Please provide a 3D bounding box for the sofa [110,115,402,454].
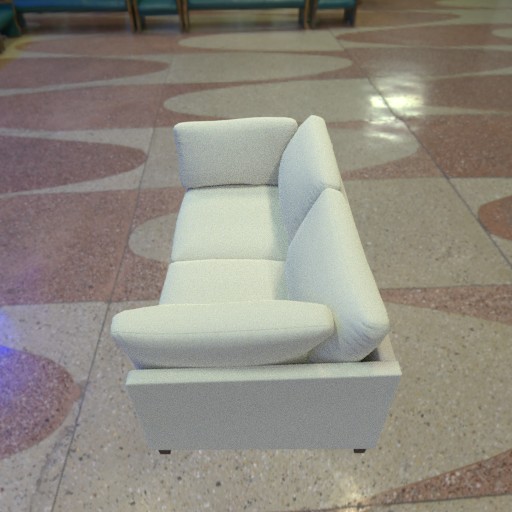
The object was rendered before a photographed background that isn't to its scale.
[{"bbox_3d":[0.000,0.000,2.261,0.970,0.836,1.776,0,40,0],"label":"sofa"}]
